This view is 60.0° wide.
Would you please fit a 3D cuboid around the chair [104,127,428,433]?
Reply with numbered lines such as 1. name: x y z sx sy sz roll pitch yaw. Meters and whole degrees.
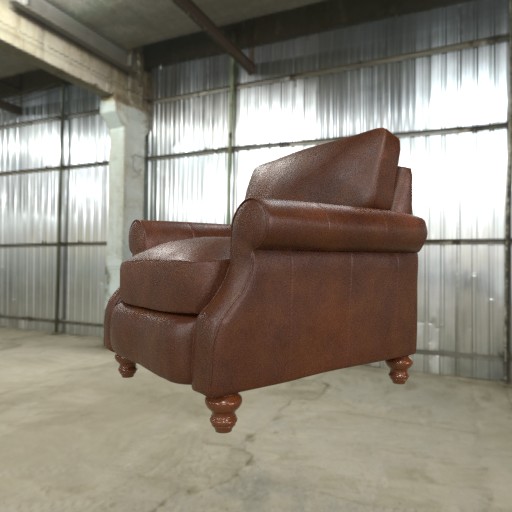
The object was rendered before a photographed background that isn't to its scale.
1. chair: 0.000 0.000 1.737 0.992 0.972 0.989 1 -1 -37
